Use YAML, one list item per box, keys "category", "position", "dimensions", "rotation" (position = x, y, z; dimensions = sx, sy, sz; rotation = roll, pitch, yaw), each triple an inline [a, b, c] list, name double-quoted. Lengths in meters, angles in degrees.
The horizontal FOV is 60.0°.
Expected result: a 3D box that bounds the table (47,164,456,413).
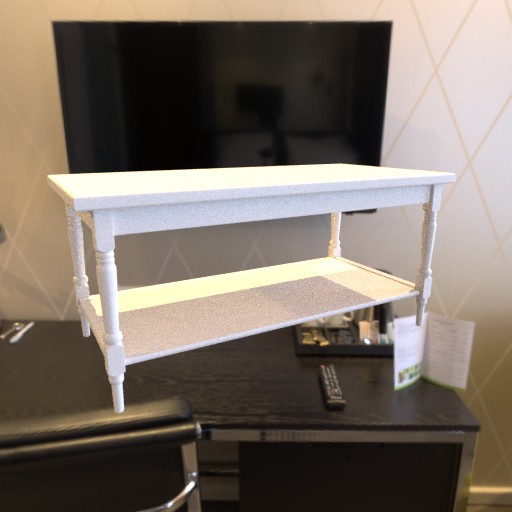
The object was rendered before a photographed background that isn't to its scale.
- category: "table"
  position: [0.000, 0.000, 1.403]
  dimensions: [1.107, 0.510, 0.550]
  rotation: [-8, 17, -28]
